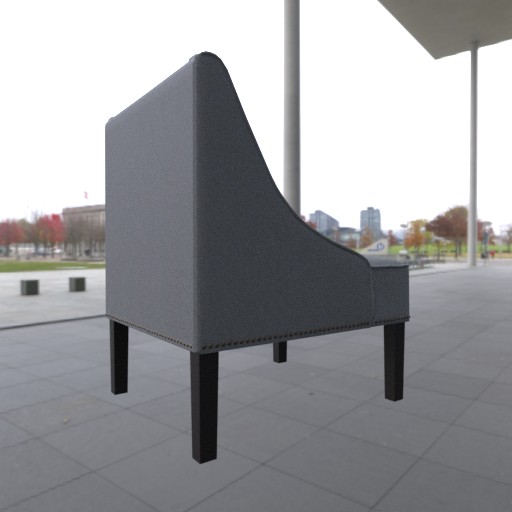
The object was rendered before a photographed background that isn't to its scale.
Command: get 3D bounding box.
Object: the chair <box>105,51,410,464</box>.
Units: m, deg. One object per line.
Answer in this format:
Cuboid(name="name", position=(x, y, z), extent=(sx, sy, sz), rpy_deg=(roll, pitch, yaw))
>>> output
Cuboid(name="chair", position=(0.000, 0.000, 1.371), extent=(0.747, 0.867, 0.631), rpy_deg=(-1, 1, -36))
